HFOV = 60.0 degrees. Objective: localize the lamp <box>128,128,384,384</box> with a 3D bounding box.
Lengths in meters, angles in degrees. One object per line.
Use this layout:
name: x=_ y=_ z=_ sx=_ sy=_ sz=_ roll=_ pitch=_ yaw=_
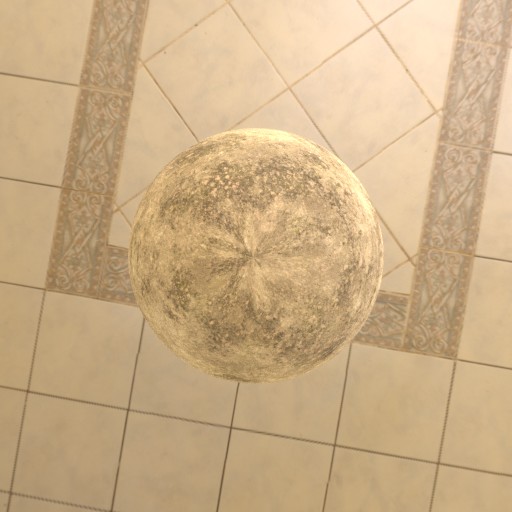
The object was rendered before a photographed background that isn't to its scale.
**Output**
lamp: x=0.000 y=0.000 z=0.762 sx=0.422 sy=0.429 sz=0.422 roll=0 pitch=91 yaw=1
